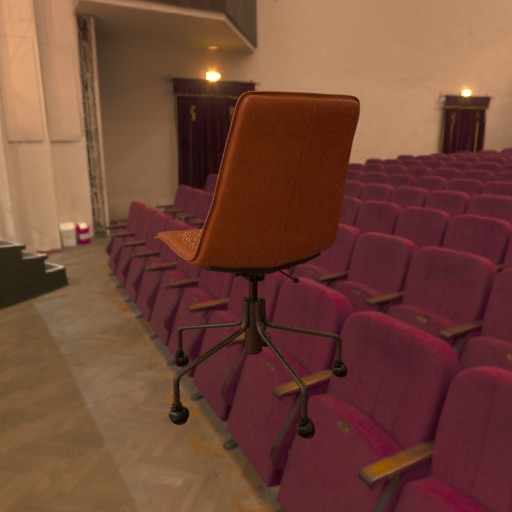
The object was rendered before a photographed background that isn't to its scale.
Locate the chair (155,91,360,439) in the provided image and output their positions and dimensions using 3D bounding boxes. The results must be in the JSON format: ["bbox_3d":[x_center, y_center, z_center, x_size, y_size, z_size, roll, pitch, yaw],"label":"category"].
[{"bbox_3d":[0.000,0.000,1.399,0.651,0.920,0.660,-7,16,-26],"label":"chair"}]
